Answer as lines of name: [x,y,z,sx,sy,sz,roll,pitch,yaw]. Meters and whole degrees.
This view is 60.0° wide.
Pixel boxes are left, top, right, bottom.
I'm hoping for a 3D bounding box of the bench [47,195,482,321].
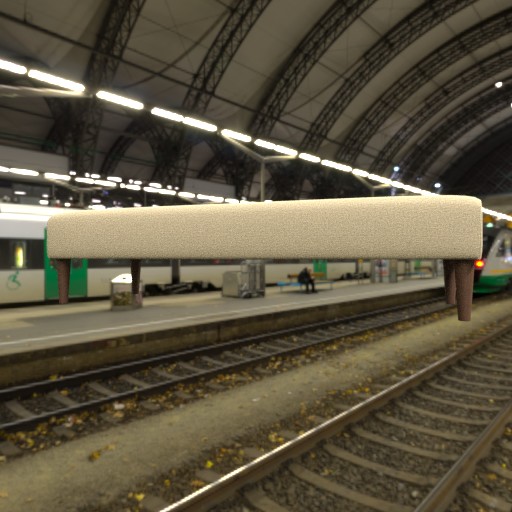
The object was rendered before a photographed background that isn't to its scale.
bench: [0.000,0.000,1.829,1.609,0.393,0.646,0,0,19]
